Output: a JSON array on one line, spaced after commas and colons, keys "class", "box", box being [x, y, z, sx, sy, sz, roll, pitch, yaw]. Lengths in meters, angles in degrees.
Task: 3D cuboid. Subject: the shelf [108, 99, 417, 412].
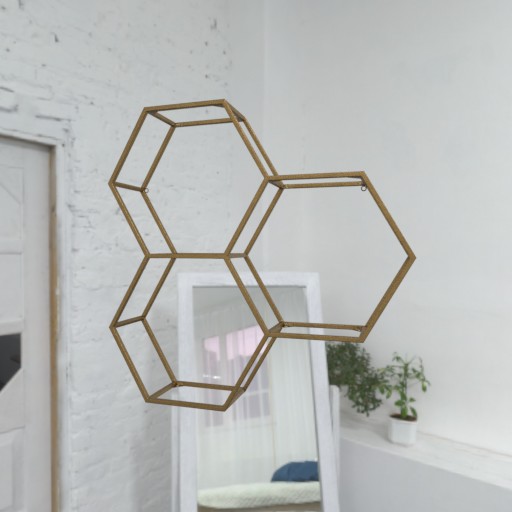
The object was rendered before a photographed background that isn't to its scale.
[{"class": "shelf", "box": [0.000, 0.000, 1.049, 0.708, 0.701, 0.150, 0, 1, 17]}]
